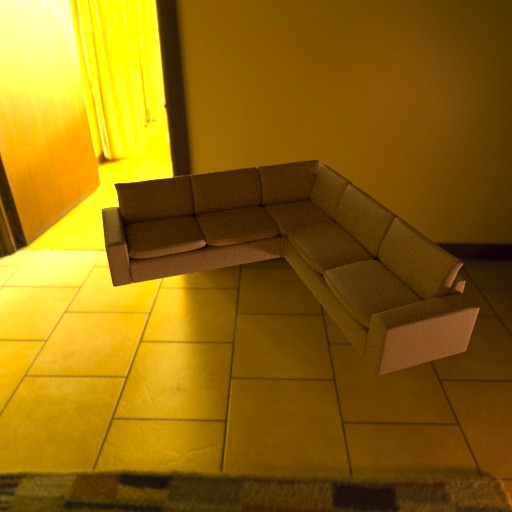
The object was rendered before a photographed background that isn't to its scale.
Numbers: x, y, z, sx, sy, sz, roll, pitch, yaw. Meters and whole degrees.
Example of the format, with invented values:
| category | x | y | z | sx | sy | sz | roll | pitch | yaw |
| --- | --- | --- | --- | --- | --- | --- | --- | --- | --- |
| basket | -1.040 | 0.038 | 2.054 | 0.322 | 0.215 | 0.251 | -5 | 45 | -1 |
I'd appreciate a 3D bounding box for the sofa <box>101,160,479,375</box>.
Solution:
| category | x | y | z | sx | sy | sz | roll | pitch | yaw |
| --- | --- | --- | --- | --- | --- | --- | --- | --- | --- |
| sofa | 0.000 | 0.000 | 4.111 | 2.622 | 0.800 | 2.742 | -10 | 32 | -16 |
